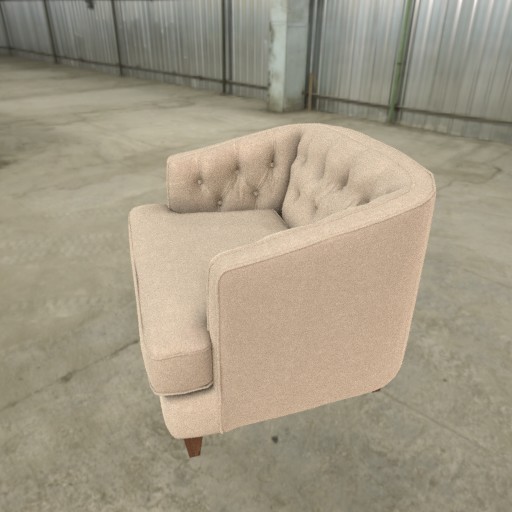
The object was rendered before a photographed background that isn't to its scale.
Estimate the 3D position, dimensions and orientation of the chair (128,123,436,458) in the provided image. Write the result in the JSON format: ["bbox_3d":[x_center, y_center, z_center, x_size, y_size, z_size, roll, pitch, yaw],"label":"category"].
[{"bbox_3d":[0.000,0.000,1.732,0.941,0.852,1.104,-8,30,-15],"label":"chair"}]
